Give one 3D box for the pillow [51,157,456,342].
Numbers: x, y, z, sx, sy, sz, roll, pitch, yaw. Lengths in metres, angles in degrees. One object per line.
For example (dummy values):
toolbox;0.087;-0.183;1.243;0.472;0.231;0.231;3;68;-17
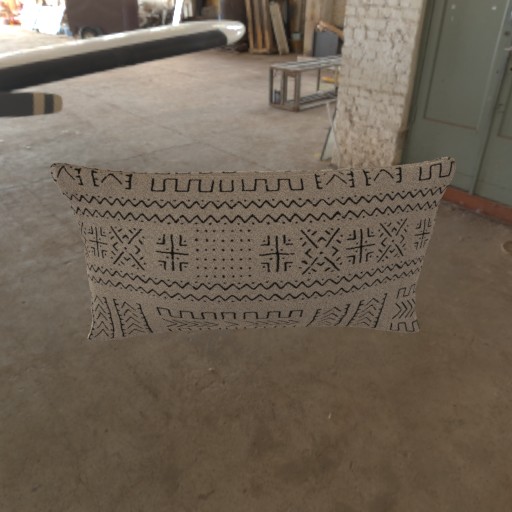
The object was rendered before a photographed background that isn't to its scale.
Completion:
pillow;0.000;0.000;0.777;0.637;0.352;0.188;-1;31;-2
